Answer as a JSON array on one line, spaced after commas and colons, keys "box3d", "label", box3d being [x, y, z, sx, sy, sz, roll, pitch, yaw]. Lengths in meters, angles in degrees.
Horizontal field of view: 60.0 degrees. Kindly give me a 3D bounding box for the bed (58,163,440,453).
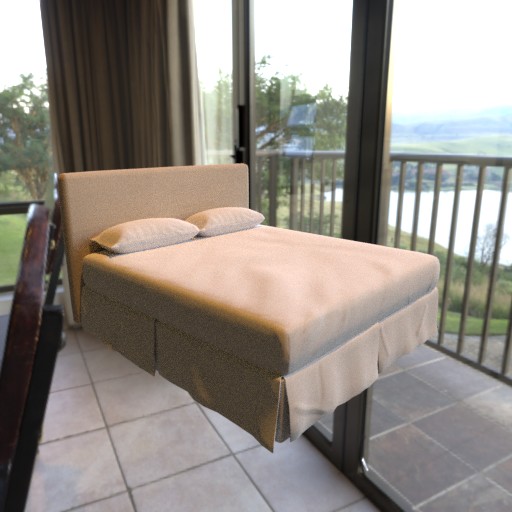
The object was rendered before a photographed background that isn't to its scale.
[{"box3d": [0.000, 0.000, 3.559, 2.319, 1.317, 2.119, 13, 20, 41], "label": "bed"}]
